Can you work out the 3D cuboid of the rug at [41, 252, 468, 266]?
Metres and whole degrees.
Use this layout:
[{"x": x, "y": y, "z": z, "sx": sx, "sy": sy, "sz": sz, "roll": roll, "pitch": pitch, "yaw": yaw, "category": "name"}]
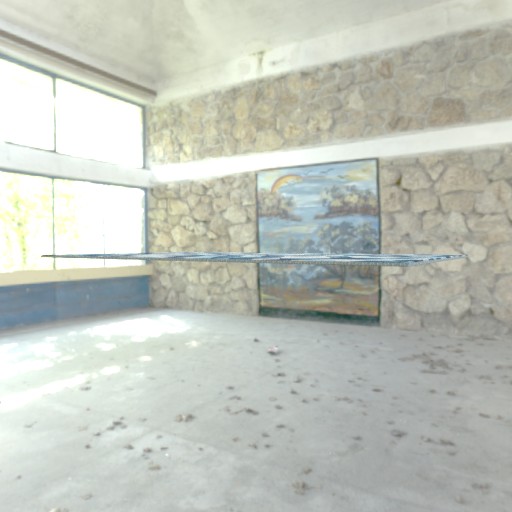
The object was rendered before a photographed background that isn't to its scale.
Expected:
[{"x": 0.000, "y": 0.000, "z": 2.279, "sx": 1.829, "sy": 0.014, "sz": 1.235, "roll": 1, "pitch": 2, "yaw": 33, "category": "rug"}]
